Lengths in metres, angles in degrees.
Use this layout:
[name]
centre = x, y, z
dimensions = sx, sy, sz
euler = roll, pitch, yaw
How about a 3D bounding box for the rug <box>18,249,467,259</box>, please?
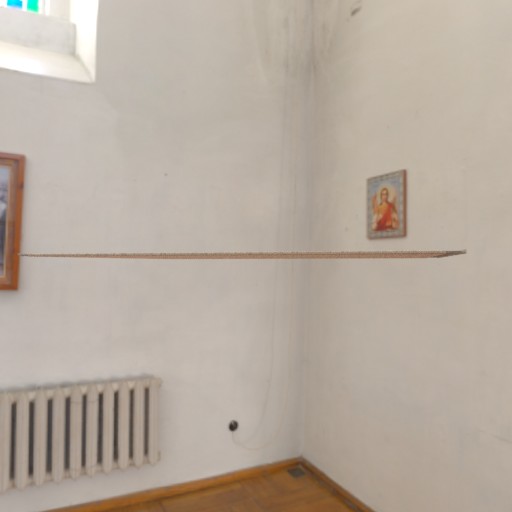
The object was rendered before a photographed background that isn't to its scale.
[rug]
centre = 0.000, 0.000, 2.215
dimensions = 1.771, 0.015, 1.223
euler = 0, -1, 19
